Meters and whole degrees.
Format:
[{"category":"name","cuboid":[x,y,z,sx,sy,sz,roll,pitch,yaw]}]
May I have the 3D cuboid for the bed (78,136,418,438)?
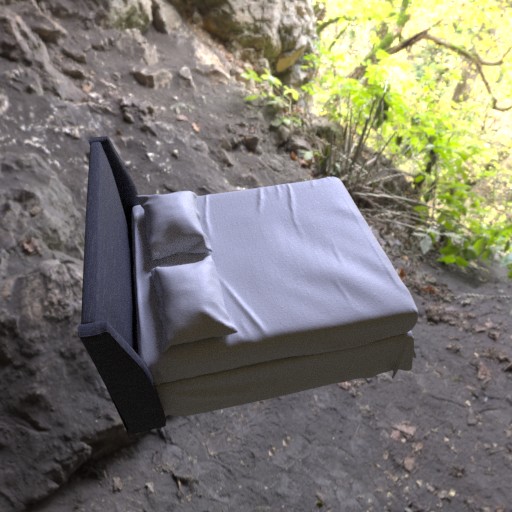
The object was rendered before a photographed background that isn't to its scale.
[{"category":"bed","cuboid":[0.000,0.000,3.478,2.276,1.332,1.925,-9,47,-9]}]
